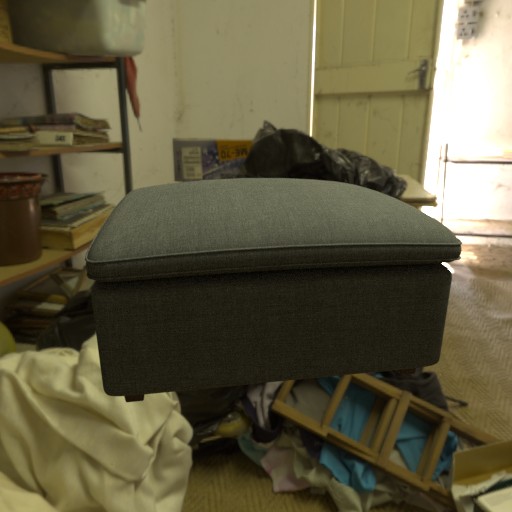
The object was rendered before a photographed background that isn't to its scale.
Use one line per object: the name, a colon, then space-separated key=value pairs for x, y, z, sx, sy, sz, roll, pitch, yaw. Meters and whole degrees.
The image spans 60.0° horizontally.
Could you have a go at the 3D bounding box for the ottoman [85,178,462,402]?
ottoman: x=0.000 y=0.000 z=1.718 sx=1.067 sy=0.559 sz=1.067 roll=-3 pitch=17 yaw=-9
